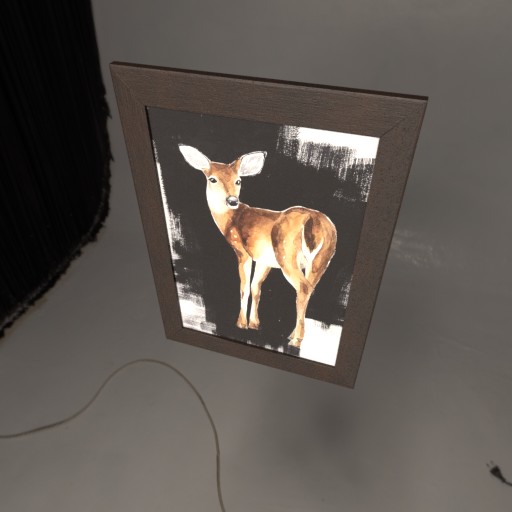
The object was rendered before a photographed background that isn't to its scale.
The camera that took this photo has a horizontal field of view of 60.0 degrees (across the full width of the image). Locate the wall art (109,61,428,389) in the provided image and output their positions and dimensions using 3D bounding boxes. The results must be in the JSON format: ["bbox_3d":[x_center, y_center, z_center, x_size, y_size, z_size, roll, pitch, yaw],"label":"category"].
[{"bbox_3d":[0.000,0.000,0.647,0.359,0.508,0.013,12,42,13],"label":"wall art"}]
